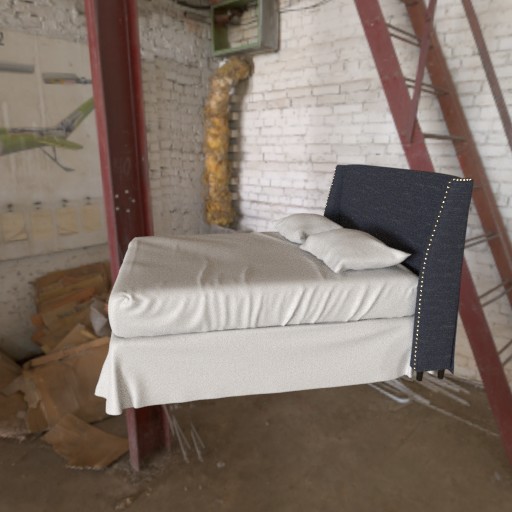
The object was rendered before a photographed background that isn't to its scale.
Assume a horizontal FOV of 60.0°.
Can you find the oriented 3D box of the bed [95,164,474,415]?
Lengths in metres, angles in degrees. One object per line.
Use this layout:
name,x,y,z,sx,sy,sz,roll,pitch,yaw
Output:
bed,0.000,0.000,3.446,2.276,1.332,1.925,-3,14,-10
